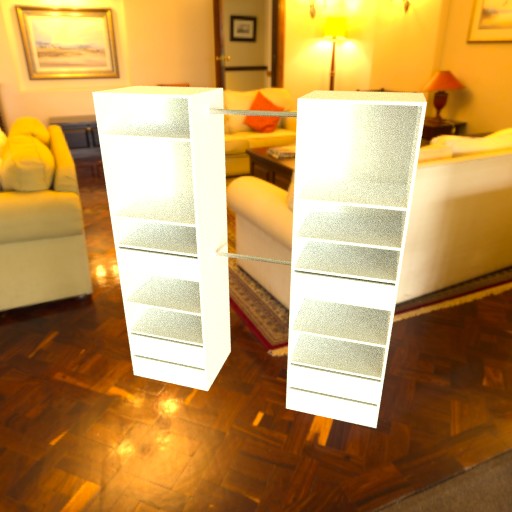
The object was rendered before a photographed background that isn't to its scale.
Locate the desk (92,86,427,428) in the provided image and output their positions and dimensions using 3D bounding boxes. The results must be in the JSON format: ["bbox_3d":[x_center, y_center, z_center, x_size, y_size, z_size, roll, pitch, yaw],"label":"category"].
[{"bbox_3d":[0.000,0.000,2.882,1.770,2.000,0.480,7,26,15],"label":"desk"}]
